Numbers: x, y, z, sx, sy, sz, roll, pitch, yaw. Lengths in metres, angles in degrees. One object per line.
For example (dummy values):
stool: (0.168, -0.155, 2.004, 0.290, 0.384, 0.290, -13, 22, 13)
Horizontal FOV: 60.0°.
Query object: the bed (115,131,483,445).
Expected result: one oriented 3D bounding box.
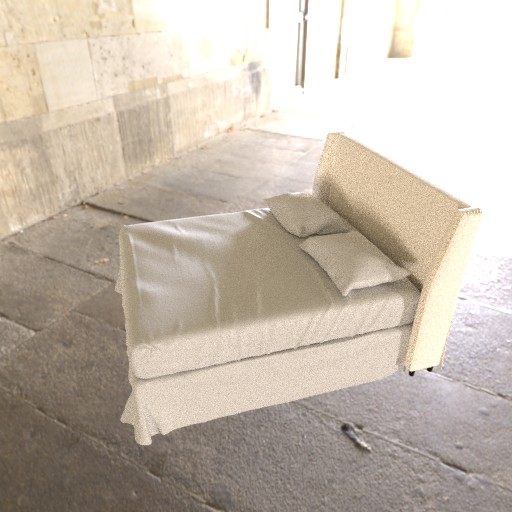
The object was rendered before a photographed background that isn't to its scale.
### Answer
bed: (0.000, 0.000, 3.441, 2.276, 1.332, 1.925, -9, 31, -14)
